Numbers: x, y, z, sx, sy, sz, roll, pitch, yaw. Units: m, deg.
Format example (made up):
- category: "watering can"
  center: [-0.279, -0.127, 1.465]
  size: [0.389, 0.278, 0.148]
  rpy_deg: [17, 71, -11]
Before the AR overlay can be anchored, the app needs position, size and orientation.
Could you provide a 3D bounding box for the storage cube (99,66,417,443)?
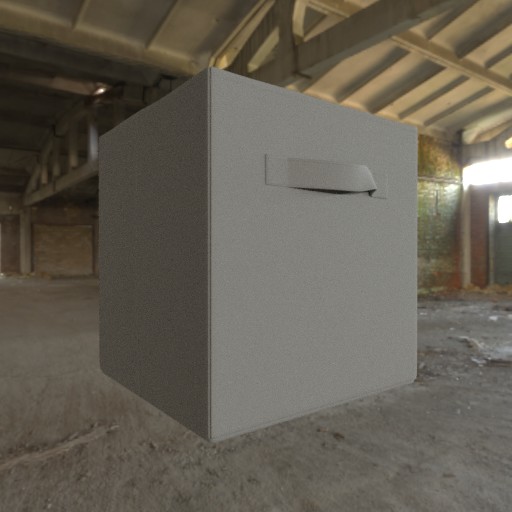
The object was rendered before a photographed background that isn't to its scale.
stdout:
- category: "storage cube"
  center: [0.000, 0.000, 0.497]
  size: [0.270, 0.280, 0.270]
  rpy_deg: [0, 0, -37]
